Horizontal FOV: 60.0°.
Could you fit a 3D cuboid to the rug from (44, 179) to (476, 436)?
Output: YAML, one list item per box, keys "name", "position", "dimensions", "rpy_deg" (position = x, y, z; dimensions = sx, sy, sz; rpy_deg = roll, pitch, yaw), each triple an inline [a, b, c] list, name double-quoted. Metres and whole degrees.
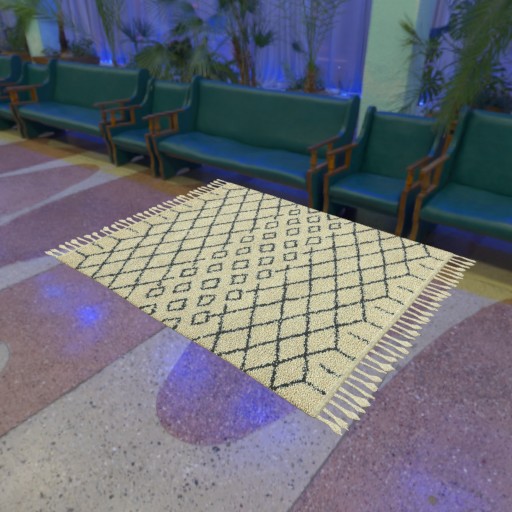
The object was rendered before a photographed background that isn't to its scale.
- name: "rug"
  position: [0.000, 0.000, 4.085]
  dimensions: [3.213, 0.030, 2.388]
  rpy_deg: [23, 38, 33]
